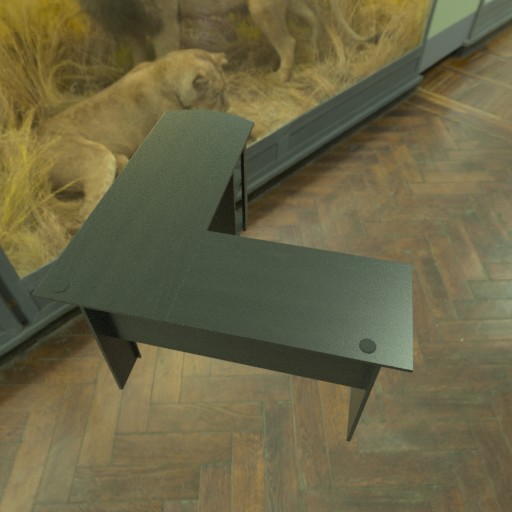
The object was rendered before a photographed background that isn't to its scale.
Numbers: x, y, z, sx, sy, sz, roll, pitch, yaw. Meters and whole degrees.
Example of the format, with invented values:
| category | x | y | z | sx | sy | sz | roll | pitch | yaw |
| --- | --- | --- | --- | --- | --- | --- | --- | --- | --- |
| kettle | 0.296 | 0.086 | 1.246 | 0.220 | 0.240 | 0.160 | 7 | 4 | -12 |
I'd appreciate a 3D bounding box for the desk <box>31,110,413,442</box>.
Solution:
| category | x | y | z | sx | sy | sz | roll | pitch | yaw |
| --- | --- | --- | --- | --- | --- | --- | --- | --- | --- |
| desk | 0.000 | 0.000 | 2.167 | 1.303 | 0.716 | 1.361 | 10 | 48 | 9 |
